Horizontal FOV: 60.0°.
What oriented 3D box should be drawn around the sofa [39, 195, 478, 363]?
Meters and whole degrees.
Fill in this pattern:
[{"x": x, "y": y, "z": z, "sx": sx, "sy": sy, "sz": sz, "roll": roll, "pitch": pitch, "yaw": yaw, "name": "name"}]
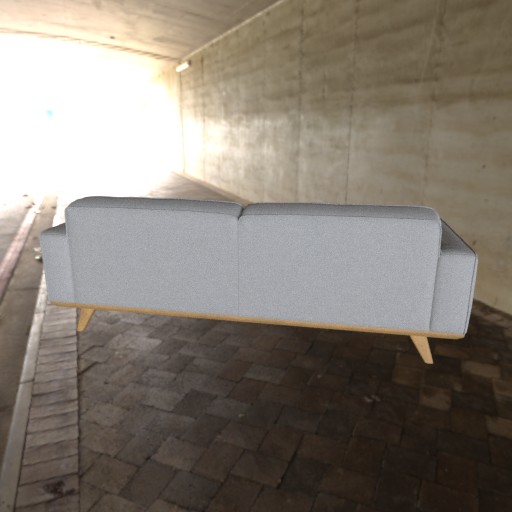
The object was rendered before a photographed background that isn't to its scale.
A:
[{"x": 0.000, "y": 0.000, "z": 2.681, "sx": 2.270, "sy": 0.781, "sz": 0.956, "roll": 3, "pitch": 17, "yaw": 10, "name": "sofa"}]
